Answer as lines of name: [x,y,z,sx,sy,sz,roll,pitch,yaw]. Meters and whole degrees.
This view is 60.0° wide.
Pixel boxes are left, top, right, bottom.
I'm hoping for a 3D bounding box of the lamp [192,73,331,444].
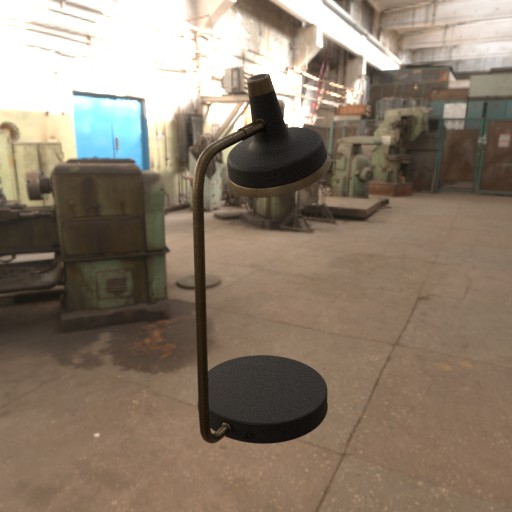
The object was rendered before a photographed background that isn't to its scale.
lamp: [0.000,0.000,0.494,0.162,0.385,0.218,8,16,29]
